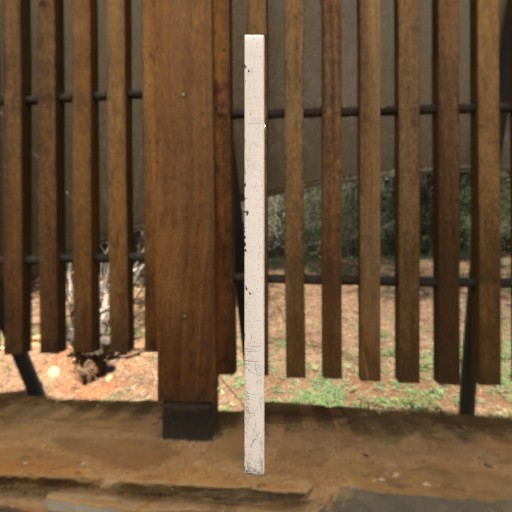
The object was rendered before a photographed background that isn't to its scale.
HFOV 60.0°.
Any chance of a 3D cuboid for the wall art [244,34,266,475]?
[{"bbox_3d":[0.000,0.000,1.141,0.038,0.762,0.762,0,0,0],"label":"wall art"}]
